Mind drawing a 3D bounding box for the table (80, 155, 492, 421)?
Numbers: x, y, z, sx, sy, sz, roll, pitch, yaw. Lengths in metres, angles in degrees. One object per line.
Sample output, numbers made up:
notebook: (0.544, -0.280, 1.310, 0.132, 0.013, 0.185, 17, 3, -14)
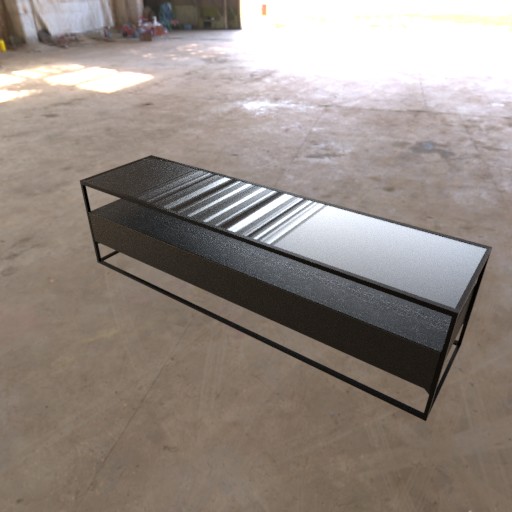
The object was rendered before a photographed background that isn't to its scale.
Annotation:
table: (0.000, 0.000, 1.682, 1.486, 0.395, 0.399, 20, 37, 30)
